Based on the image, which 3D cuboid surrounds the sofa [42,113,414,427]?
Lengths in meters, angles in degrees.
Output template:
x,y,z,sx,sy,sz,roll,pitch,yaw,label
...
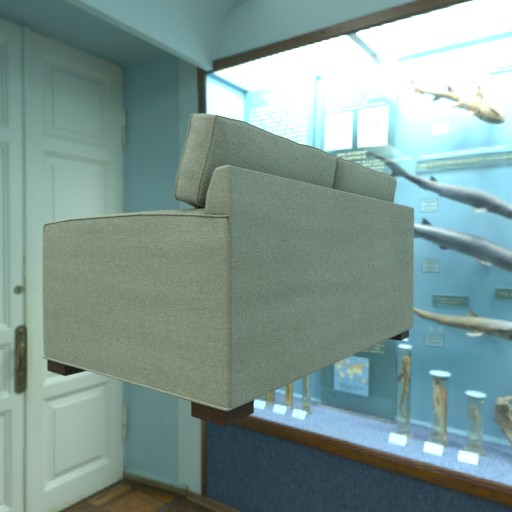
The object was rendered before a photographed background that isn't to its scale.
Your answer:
x,y,z,sx,sy,sz,roll,pitch,yaw,label
0.000,0.000,1.985,0.940,0.853,1.484,1,1,37,sofa
